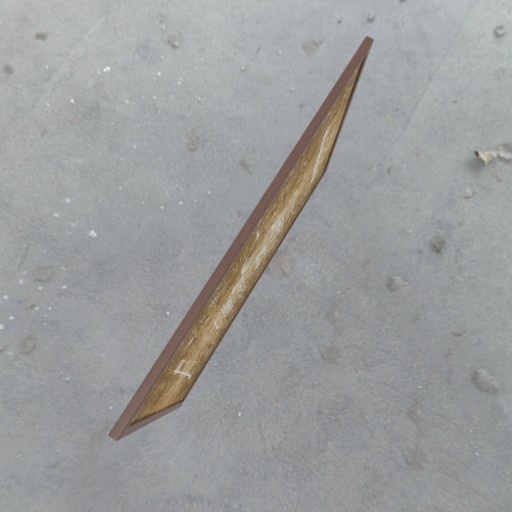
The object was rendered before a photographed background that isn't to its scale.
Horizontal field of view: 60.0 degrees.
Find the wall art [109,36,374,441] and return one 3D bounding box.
[{"bbox_3d":[0.000,0.000,0.819,0.014,0.455,0.660,31,78,7],"label":"wall art"}]
